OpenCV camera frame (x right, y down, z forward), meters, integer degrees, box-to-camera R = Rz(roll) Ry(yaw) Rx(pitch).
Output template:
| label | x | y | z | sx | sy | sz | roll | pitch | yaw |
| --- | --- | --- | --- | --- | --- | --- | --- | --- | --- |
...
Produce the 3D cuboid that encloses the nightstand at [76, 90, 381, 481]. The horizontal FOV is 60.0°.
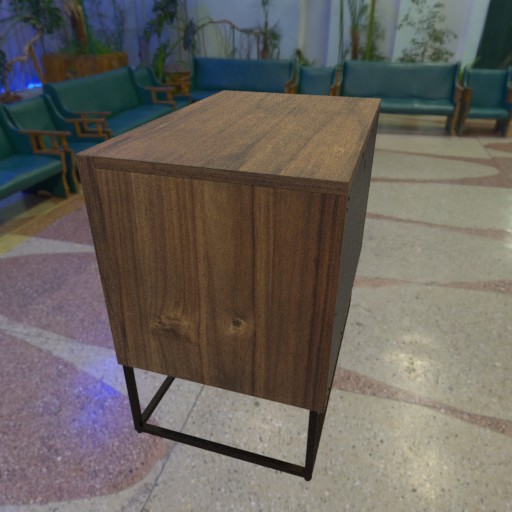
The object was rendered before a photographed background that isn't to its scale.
| label | x | y | z | sx | sy | sz | roll | pitch | yaw |
| --- | --- | --- | --- | --- | --- | --- | --- | --- | --- |
| nightstand | 0.000 | 0.000 | 1.011 | 0.437 | 0.610 | 0.610 | 9 | 30 | 15 |
